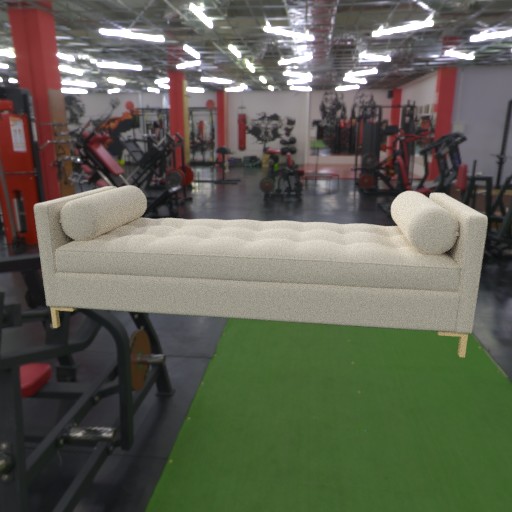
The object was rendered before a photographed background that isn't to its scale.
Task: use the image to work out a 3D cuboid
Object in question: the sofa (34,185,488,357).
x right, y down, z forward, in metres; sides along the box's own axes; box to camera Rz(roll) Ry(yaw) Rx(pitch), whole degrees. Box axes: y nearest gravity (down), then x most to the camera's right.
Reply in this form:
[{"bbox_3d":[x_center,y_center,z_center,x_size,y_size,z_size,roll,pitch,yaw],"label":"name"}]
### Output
[{"bbox_3d":[0.000,0.000,2.313,1.985,0.641,0.746,2,16,9],"label":"sofa"}]
